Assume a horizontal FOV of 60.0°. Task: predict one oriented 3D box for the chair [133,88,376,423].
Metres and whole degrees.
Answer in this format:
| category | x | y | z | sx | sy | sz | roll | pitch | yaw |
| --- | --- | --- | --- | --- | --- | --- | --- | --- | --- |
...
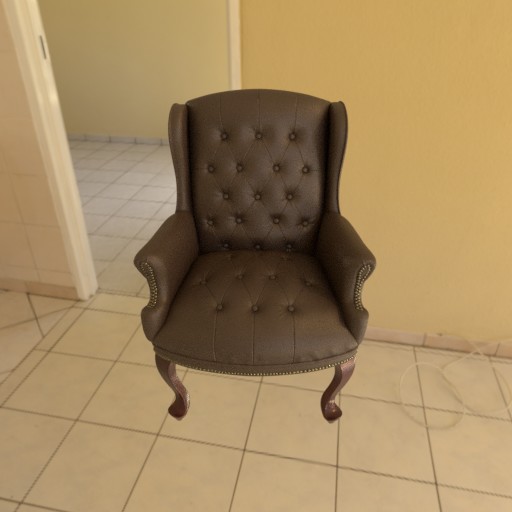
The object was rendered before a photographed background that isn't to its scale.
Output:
| category | x | y | z | sx | sy | sz | roll | pitch | yaw |
| --- | --- | --- | --- | --- | --- | --- | --- | --- | --- |
| chair | 0.000 | 0.000 | 1.737 | 0.829 | 1.132 | 0.819 | 1 | 30 | 1 |
